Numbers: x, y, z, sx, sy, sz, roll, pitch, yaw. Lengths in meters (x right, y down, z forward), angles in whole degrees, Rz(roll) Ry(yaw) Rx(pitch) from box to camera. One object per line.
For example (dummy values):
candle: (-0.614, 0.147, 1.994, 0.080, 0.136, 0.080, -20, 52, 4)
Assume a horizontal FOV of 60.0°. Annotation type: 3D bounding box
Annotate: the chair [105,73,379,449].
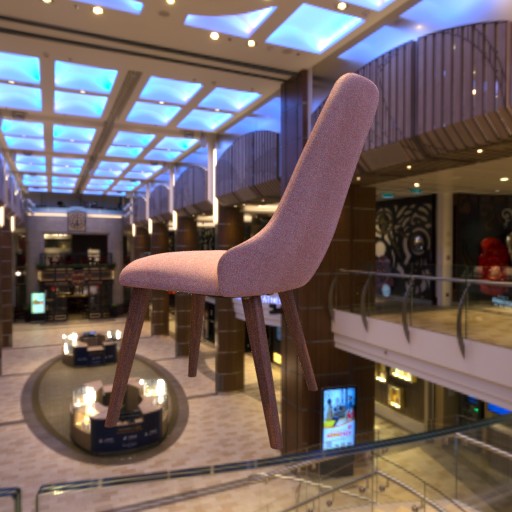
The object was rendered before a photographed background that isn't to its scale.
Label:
chair: (0.000, 0.000, 1.330, 0.707, 0.918, 0.535, 0, 1, 19)
